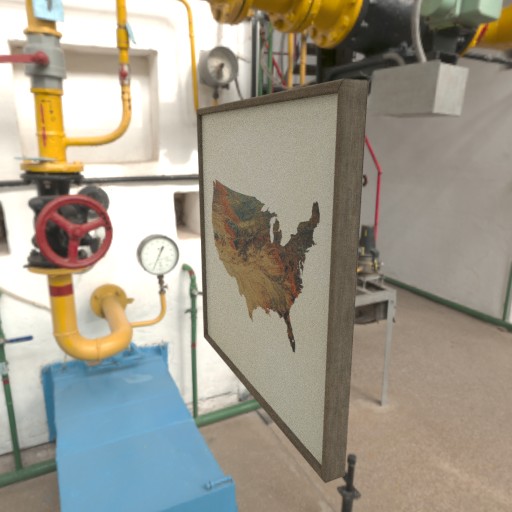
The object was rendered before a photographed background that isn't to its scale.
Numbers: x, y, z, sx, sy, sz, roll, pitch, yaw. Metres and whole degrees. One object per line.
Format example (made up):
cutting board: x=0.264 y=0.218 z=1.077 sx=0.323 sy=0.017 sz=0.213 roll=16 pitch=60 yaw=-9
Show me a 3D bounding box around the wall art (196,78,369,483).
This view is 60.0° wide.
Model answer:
wall art: x=0.000 y=0.000 z=1.121 sx=0.050 sy=0.751 sz=0.749 roll=-7 pitch=16 yaw=-24
